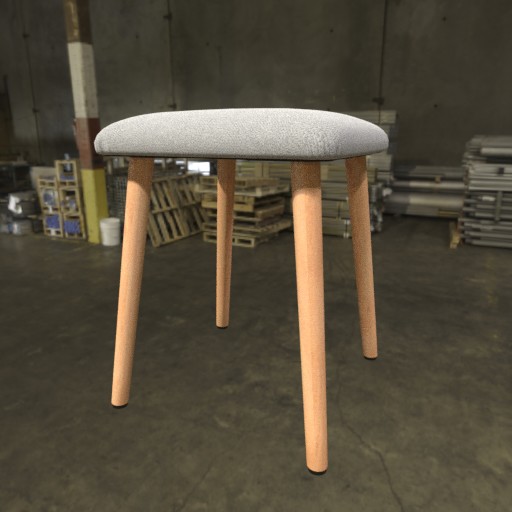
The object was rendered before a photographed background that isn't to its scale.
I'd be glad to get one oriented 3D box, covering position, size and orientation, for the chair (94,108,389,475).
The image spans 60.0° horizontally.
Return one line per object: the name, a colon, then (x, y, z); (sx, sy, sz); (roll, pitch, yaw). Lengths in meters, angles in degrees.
chair: (0.000, 0.000, 0.704); (0.350, 0.440, 0.350); (7, 17, 25)
